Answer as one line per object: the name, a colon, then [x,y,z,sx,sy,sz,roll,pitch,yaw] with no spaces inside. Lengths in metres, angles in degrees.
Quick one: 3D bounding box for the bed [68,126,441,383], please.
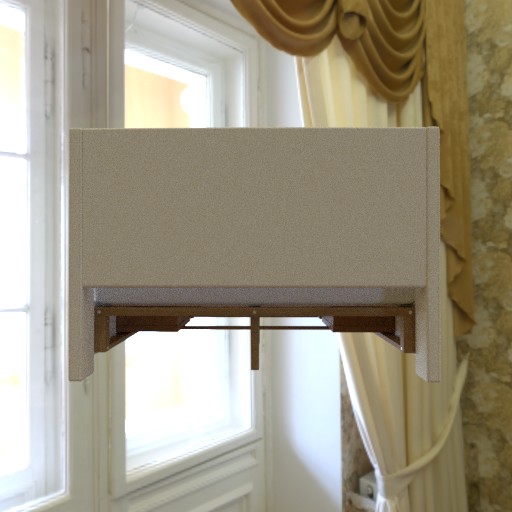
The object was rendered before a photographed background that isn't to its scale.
bed: [0.000,0.000,3.679,2.145,1.471,2.293,0,-1,1]
